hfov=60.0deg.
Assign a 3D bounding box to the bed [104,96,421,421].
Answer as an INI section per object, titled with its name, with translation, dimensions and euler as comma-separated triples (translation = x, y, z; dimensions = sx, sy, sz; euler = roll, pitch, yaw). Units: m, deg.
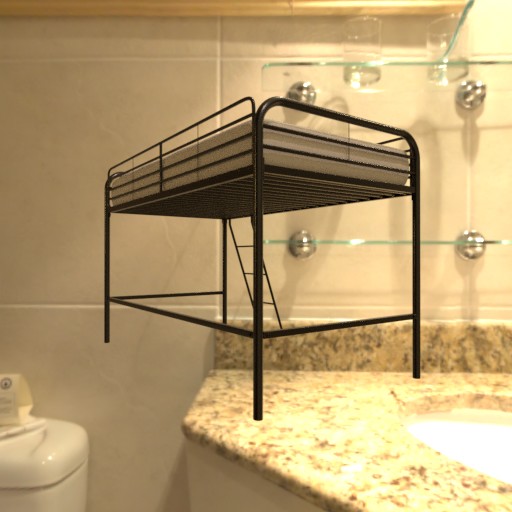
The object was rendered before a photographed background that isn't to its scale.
[bed]
translation = 0.000, 0.000, 2.912
dimensions = 1.393, 1.289, 1.968
euler = 0, 0, -35
